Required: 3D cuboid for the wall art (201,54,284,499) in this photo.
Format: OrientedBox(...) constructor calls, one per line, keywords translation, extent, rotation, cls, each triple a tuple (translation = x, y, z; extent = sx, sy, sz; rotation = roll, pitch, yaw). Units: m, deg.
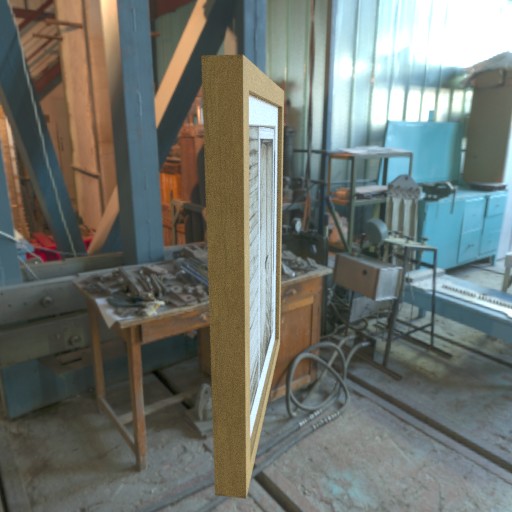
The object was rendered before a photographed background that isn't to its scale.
OrientedBox(translation=(0.000, 0.000, 0.510), extent=(0.030, 0.380, 0.312), rotation=(2, 16, 8), cls="wall art")
